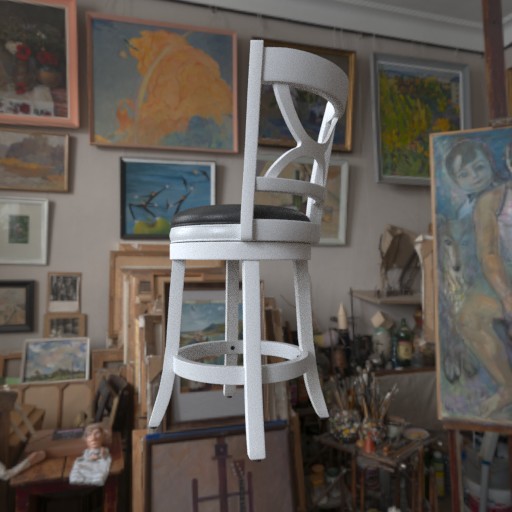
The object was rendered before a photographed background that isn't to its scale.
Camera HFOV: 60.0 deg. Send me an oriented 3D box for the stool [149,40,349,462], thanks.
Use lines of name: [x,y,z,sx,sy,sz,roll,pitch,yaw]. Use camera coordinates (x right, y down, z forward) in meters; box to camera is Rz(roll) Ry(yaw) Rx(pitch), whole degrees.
stool: [0.000,0.000,1.240,0.508,0.953,0.444,0,-1,35]
